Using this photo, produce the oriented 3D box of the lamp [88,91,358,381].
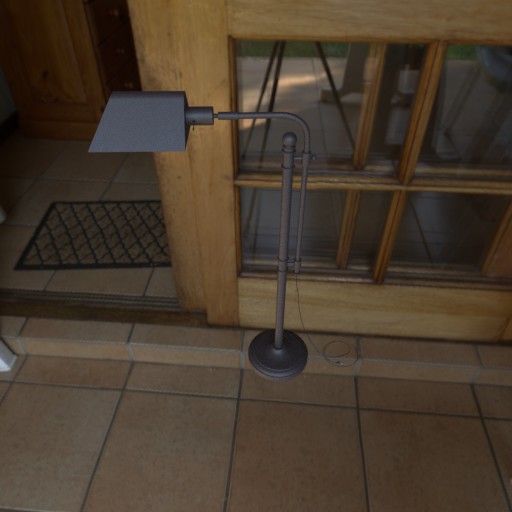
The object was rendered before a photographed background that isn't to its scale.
[{"bbox_3d":[0.000,0.000,0.948,0.545,0.708,0.159,-1,41,-1],"label":"lamp"}]
